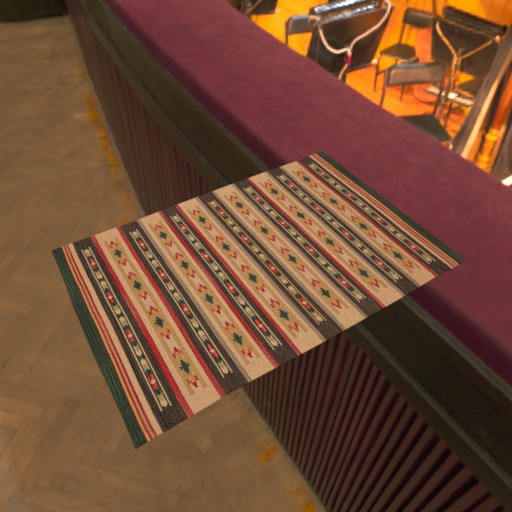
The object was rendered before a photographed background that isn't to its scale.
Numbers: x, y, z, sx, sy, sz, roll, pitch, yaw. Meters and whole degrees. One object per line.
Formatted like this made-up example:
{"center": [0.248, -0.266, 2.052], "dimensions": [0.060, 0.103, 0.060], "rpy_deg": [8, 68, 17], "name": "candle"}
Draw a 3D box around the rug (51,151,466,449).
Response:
{"center": [0.000, 0.000, 2.331], "dimensions": [1.825, 0.009, 1.221], "rpy_deg": [-24, 50, -22], "name": "rug"}
